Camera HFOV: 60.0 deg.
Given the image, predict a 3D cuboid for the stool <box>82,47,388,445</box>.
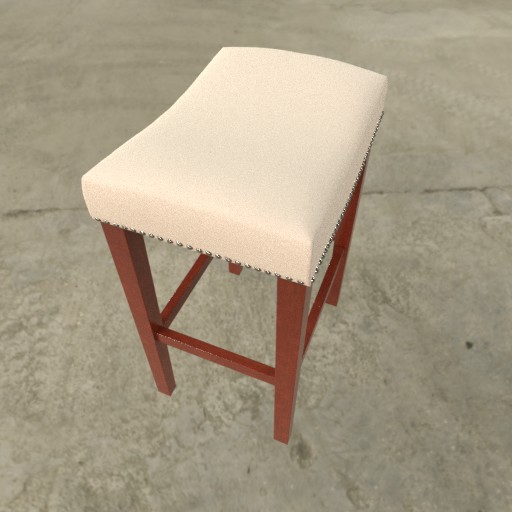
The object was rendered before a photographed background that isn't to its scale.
[{"bbox_3d":[0.000,0.000,1.007,0.372,0.742,0.504,17,50,15],"label":"stool"}]
